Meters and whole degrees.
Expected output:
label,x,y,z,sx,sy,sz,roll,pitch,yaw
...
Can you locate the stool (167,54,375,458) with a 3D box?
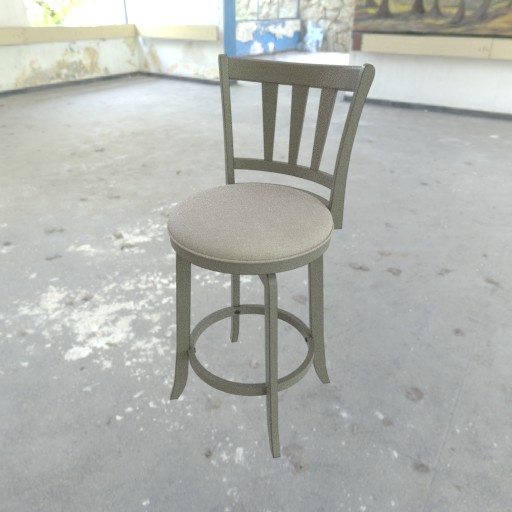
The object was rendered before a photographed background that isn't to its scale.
label,x,y,z,sx,sy,sz,roll,pitch,yaw
stool,0.000,0.000,1.247,0.450,0.994,0.486,18,34,28
